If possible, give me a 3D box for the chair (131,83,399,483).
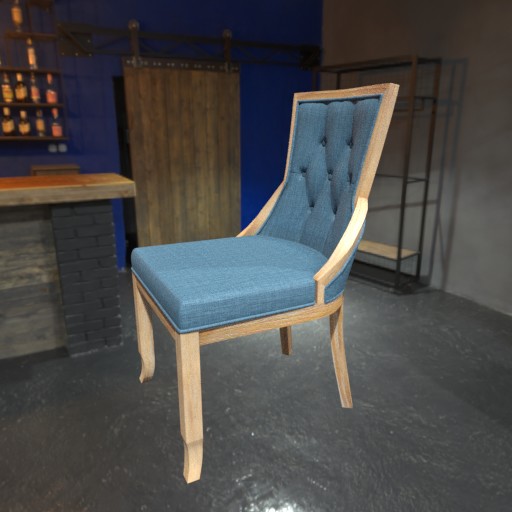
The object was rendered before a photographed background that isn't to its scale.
[{"bbox_3d":[0.000,0.000,1.316,0.641,0.947,0.524,-8,19,-26],"label":"chair"}]
